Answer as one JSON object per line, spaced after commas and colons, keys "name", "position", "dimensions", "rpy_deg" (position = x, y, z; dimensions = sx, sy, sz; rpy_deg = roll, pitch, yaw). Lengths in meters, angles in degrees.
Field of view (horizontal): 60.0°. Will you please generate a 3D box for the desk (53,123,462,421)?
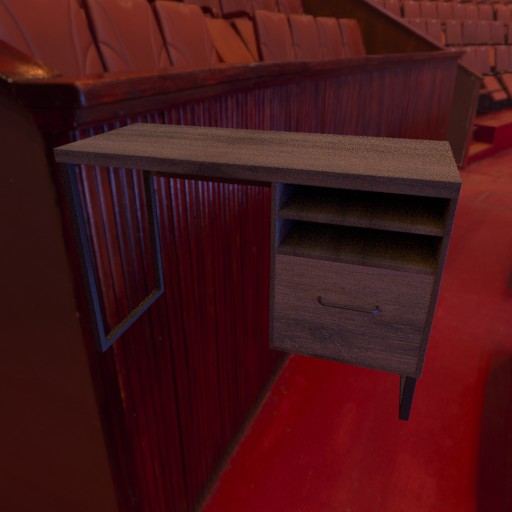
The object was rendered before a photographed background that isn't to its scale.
{"name": "desk", "position": [0.000, 0.000, 1.525], "dimensions": [1.134, 0.752, 0.511], "rpy_deg": [8, 27, 16]}
